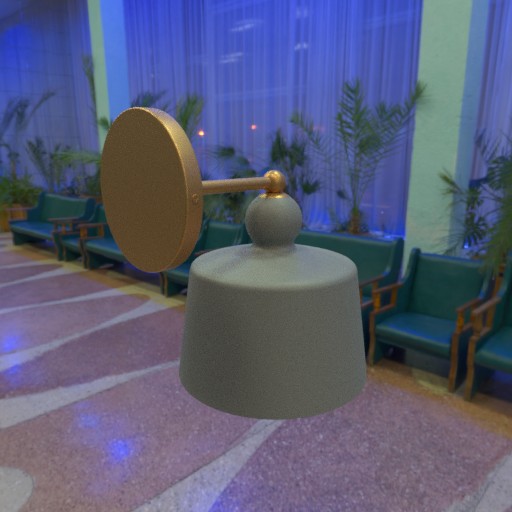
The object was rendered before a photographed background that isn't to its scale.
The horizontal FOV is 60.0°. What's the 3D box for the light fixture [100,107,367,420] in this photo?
[{"bbox_3d":[0.000,0.000,0.443,0.254,0.268,0.204,-13,19,-43],"label":"light fixture"}]
